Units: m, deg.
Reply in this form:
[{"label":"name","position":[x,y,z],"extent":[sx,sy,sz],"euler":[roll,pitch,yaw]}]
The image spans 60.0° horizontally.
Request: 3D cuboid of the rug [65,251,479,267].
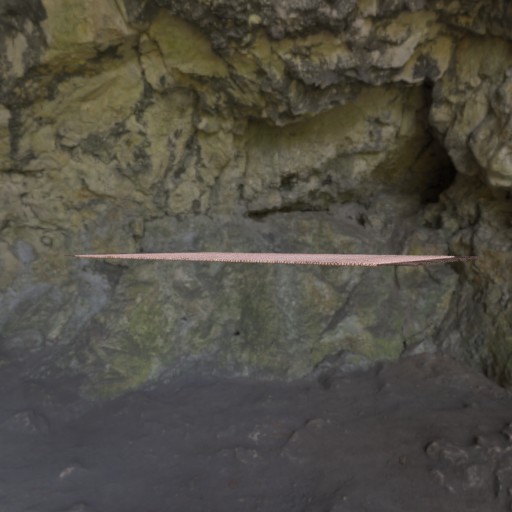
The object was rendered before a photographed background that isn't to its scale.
[{"label":"rug","position":[0.000,0.000,2.017],"extent":[1.718,0.017,0.905],"euler":[1,2,37]}]
